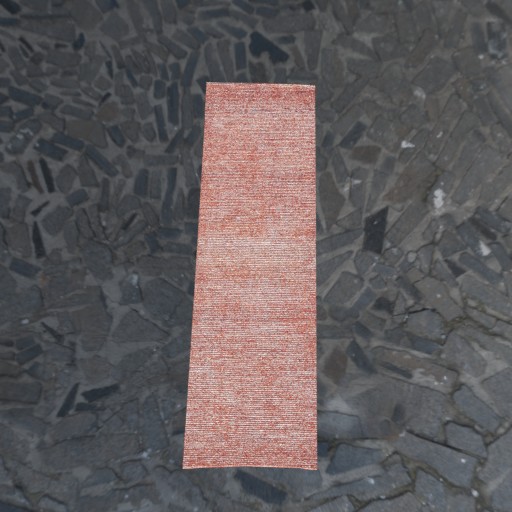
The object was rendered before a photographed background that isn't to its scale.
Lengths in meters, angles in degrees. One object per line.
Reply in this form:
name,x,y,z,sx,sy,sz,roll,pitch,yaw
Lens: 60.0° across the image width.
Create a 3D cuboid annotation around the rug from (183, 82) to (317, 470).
rug,0.000,0.000,2.641,0.718,0.013,2.353,2,76,0
